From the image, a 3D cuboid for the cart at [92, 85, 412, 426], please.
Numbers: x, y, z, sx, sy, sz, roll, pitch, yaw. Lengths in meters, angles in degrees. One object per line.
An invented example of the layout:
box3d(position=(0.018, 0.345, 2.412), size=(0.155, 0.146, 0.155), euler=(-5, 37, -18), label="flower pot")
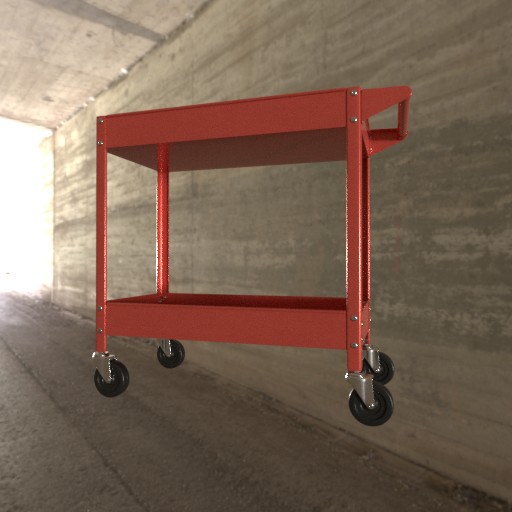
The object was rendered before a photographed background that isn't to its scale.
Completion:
box3d(position=(0.000, 0.000, 1.188), size=(0.779, 0.719, 0.366), euler=(0, 0, 18), label="cart")
